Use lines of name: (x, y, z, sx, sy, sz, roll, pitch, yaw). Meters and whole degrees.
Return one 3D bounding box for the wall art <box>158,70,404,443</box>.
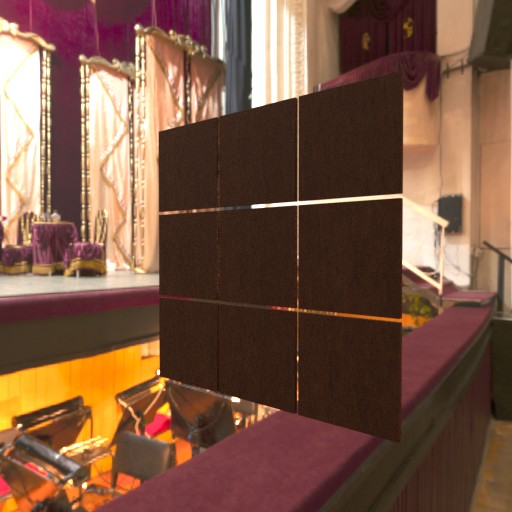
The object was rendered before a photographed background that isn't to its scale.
wall art: (0.000, 0.000, 1.376, 0.915, 0.914, 0.013, 1, 1, 38)
